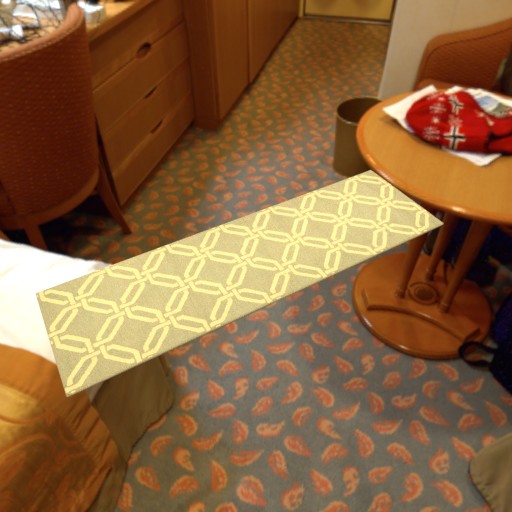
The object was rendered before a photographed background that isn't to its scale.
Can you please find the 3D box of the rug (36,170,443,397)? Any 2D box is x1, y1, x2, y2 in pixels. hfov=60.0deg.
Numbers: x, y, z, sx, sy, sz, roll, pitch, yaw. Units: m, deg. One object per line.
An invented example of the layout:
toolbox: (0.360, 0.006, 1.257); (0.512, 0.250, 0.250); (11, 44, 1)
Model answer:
rug: (0.000, 0.000, 2.518); (2.276, 0.014, 0.678); (-22, 49, -21)
